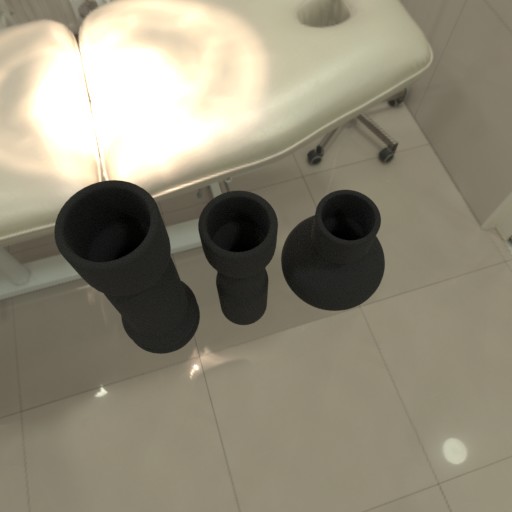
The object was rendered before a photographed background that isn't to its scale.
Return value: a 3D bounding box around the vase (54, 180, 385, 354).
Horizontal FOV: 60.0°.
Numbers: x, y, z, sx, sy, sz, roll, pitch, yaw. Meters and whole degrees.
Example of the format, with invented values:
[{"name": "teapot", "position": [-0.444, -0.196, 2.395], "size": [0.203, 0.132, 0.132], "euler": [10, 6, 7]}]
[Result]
[{"name": "vase", "position": [0.000, 0.000, 0.442], "size": [0.307, 0.249, 0.120], "euler": [-16, 65, -8]}]
